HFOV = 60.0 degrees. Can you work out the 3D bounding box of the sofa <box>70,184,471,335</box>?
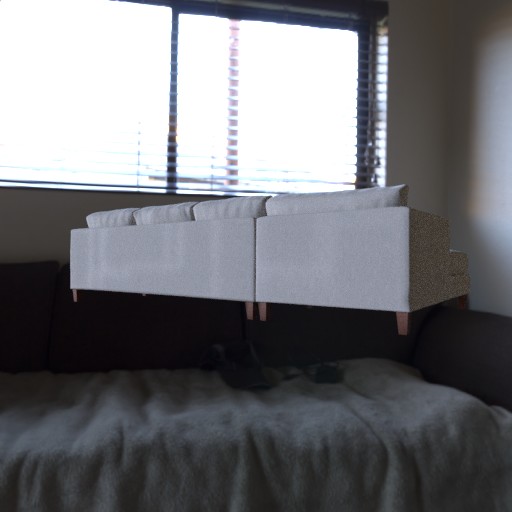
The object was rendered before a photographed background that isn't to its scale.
[{"bbox_3d":[0.000,0.000,3.917,3.186,0.861,1.625,0,0,36],"label":"sofa"}]
